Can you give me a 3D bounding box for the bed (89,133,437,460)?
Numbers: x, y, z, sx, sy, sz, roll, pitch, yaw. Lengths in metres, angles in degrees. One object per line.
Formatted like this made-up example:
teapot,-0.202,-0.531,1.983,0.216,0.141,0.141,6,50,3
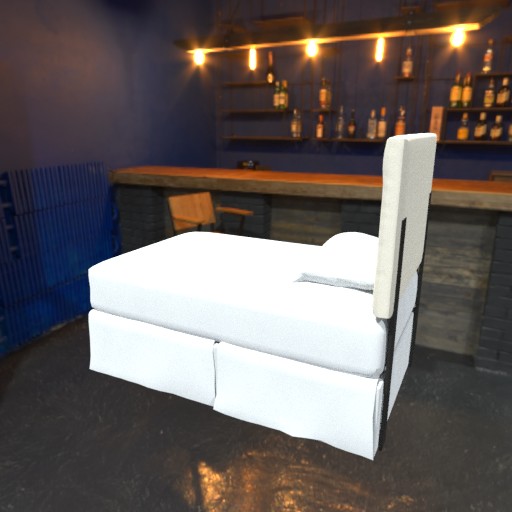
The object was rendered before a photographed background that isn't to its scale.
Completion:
bed,0.000,0.000,2.937,1.997,1.571,1.261,8,18,26
